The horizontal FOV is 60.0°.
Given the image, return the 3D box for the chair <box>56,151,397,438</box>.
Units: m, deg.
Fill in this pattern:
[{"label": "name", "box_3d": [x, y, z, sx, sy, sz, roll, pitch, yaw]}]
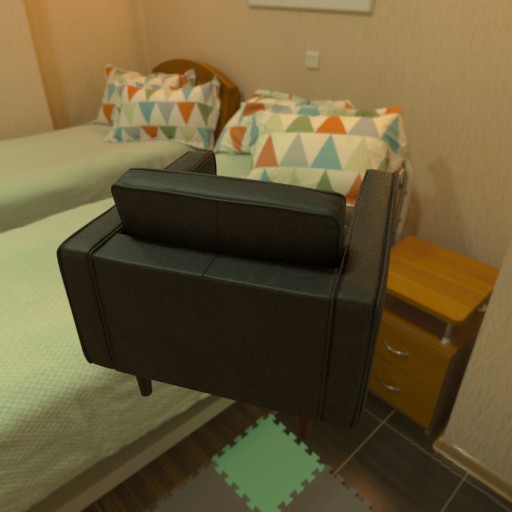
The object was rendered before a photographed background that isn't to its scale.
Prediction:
[{"label": "chair", "box_3d": [0.000, 0.000, 1.564, 0.889, 0.763, 0.914, 9, 33, 15]}]
